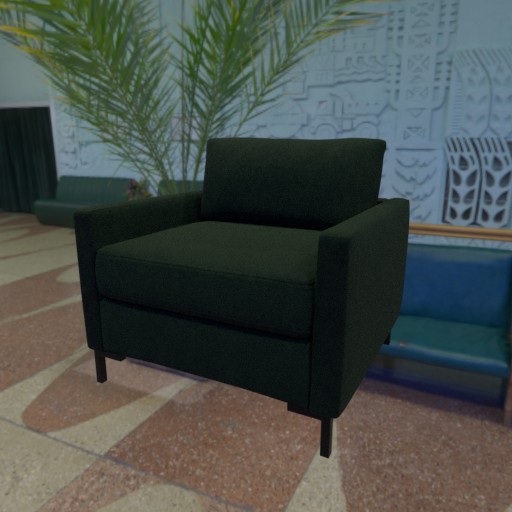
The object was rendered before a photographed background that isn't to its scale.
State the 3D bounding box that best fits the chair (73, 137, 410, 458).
[{"bbox_3d":[0.000,0.000,1.641,0.963,0.861,0.866,7,16,27],"label":"chair"}]
